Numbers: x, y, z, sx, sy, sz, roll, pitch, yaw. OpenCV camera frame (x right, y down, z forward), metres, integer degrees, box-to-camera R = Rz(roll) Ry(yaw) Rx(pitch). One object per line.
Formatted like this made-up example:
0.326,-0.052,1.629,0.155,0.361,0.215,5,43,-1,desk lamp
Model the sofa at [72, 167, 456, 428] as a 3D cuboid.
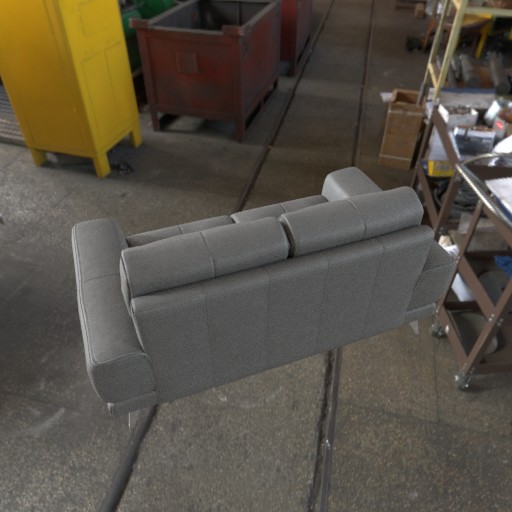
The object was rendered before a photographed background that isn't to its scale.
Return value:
0.000,0.000,2.351,1.806,0.907,1.018,-14,43,-15,sofa
